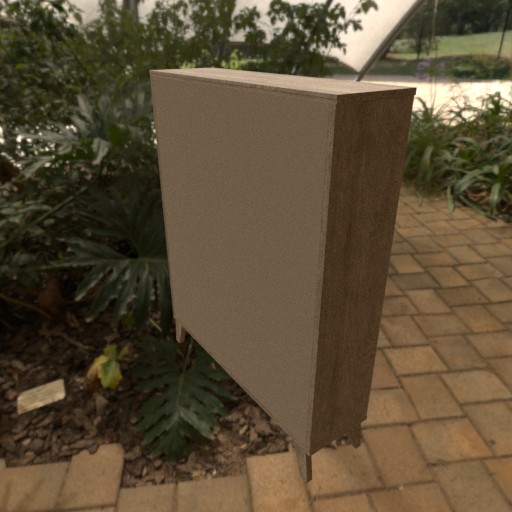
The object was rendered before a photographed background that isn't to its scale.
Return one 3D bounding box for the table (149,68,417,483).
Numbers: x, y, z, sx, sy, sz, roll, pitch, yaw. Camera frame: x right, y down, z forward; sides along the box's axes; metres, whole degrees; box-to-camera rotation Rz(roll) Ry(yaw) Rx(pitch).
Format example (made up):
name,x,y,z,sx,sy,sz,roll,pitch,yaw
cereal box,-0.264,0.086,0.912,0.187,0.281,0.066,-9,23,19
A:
name,x,y,z,sx,sy,sz,roll,pitch,yaw
table,0.000,0.000,1.512,0.256,1.135,0.902,-18,31,-32
